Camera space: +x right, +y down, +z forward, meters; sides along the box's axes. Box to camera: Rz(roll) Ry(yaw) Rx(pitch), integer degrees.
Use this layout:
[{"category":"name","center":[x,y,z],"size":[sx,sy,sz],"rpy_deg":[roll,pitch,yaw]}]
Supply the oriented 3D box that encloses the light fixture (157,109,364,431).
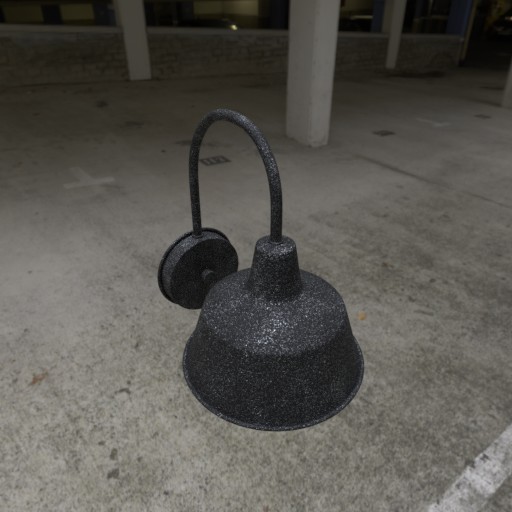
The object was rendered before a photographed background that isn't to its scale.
[{"category":"light fixture","center":[0.000,0.000,0.493],"size":[0.216,0.300,0.283],"rpy_deg":[-22,38,-31]}]
